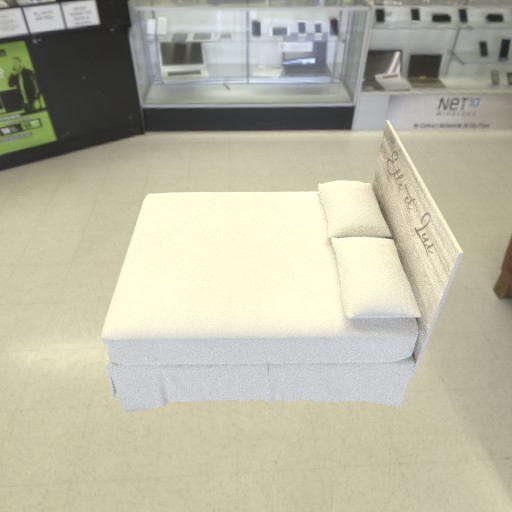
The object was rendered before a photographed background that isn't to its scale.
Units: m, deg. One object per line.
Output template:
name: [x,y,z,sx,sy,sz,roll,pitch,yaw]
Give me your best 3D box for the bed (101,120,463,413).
bed: [0.000,0.000,3.257,2.094,1.335,1.745,0,41,-1]
